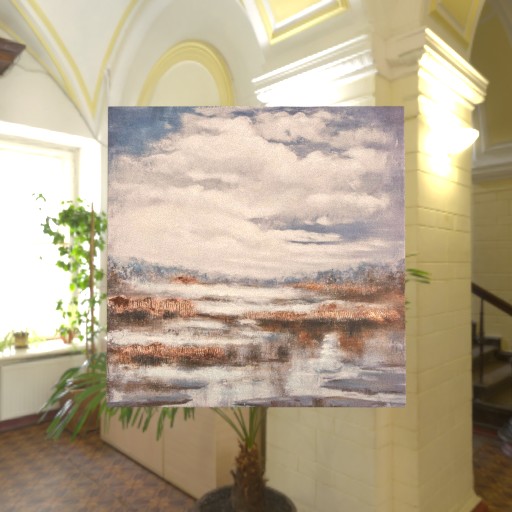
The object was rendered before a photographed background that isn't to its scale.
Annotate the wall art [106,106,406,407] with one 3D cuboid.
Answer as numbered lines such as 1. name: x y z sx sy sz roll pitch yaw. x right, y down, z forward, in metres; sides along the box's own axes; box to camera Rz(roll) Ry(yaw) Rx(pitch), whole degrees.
1. wall art: 0.000 0.000 1.519 1.010 1.020 0.040 0 -1 0
